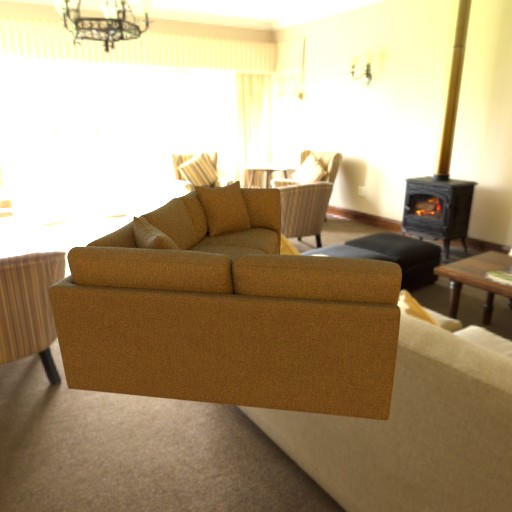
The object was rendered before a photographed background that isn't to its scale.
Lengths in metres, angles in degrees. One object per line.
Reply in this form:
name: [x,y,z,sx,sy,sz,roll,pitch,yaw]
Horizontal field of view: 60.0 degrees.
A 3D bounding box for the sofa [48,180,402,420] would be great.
sofa: [0.000,0.000,3.831,1.994,0.978,2.896,3,17,9]
